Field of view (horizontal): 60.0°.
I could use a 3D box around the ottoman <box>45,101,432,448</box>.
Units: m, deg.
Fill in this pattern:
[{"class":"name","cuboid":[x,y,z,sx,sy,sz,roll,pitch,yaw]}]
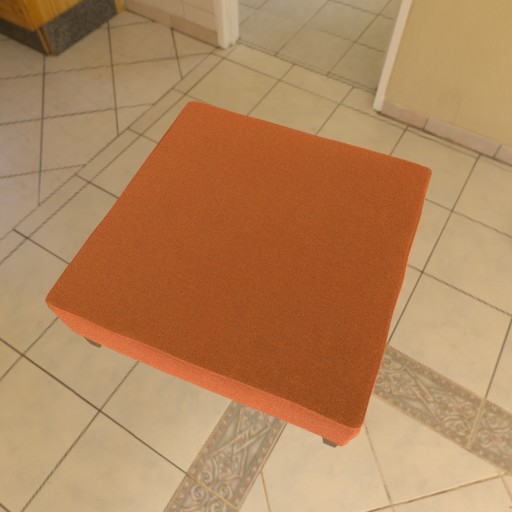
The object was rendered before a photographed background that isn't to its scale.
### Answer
[{"class":"ottoman","cuboid":[0.000,0.000,1.601,0.997,0.438,0.999,19,60,11]}]
